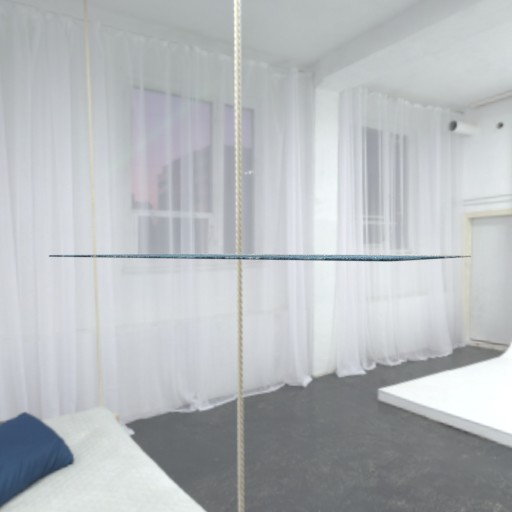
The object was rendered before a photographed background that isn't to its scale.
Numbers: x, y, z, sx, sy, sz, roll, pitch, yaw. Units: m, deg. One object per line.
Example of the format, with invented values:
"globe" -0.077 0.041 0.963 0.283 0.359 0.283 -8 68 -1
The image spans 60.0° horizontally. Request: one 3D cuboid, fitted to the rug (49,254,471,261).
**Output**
"rug" 0.000 0.000 2.295 1.836 0.009 1.232 0 1 36
